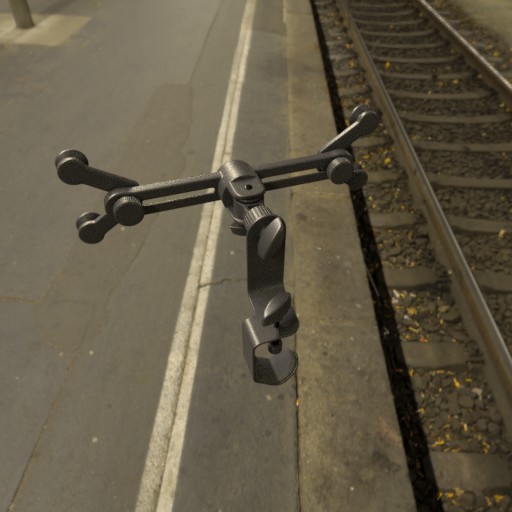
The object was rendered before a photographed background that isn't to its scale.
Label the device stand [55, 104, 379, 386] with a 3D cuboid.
[{"bbox_3d":[0.000,0.000,0.364,0.270,0.166,0.142,-13,43,-14],"label":"device stand"}]
